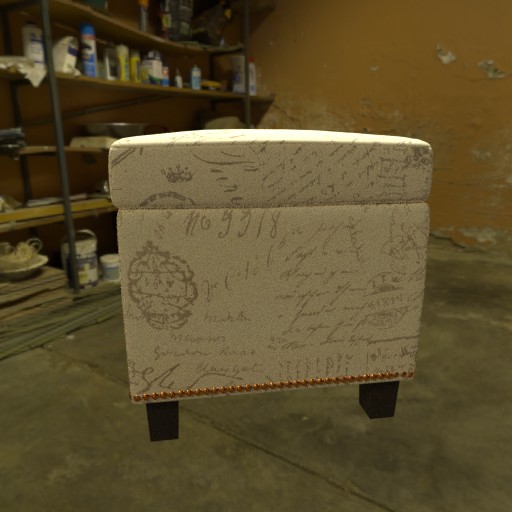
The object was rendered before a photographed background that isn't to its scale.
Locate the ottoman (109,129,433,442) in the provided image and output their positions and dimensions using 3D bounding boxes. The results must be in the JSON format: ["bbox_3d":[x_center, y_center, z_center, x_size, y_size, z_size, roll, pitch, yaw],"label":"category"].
[{"bbox_3d":[0.000,0.000,0.835,0.449,0.457,0.450,-2,15,-9],"label":"ottoman"}]
